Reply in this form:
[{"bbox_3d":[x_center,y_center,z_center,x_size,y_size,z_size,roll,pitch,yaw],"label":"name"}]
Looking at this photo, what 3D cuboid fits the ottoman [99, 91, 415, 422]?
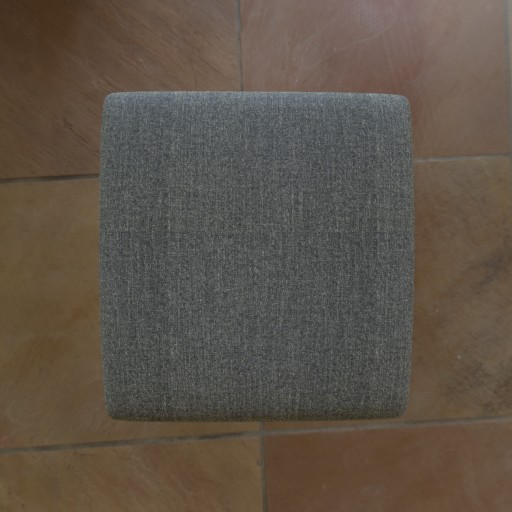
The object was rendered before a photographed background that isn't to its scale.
[{"bbox_3d":[0.000,0.000,1.043,0.648,0.399,0.655,0,91,-1],"label":"ottoman"}]
